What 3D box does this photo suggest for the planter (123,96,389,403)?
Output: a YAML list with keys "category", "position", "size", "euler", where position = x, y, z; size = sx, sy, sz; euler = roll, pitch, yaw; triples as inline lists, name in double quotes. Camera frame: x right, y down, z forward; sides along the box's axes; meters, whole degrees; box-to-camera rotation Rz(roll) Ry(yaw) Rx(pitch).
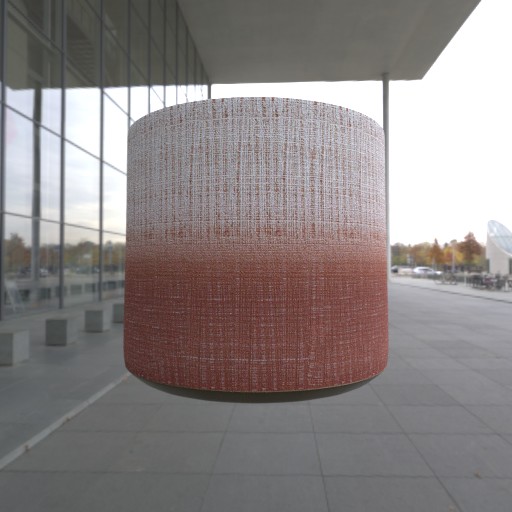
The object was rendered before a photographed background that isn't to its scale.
- category: "planter"
  position: [0.000, 0.000, 0.387]
  size: [0.221, 0.201, 0.221]
  euler: [0, -1, 0]
